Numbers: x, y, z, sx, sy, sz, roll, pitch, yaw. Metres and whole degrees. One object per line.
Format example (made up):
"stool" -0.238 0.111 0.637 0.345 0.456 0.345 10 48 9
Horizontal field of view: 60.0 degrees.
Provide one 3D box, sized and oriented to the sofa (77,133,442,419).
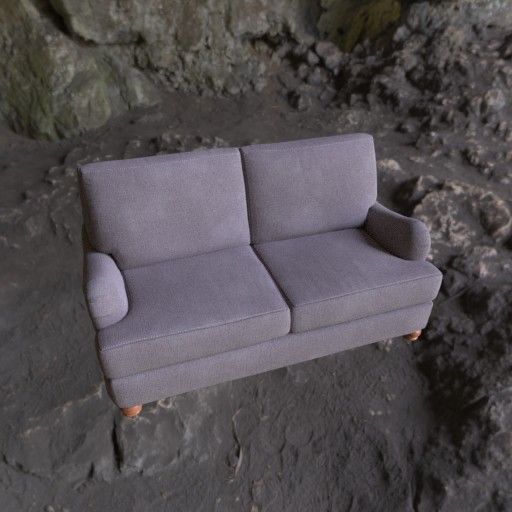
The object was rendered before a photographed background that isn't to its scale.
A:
"sofa" 0.000 0.000 2.546 1.853 1.101 1.084 -11 34 -16
